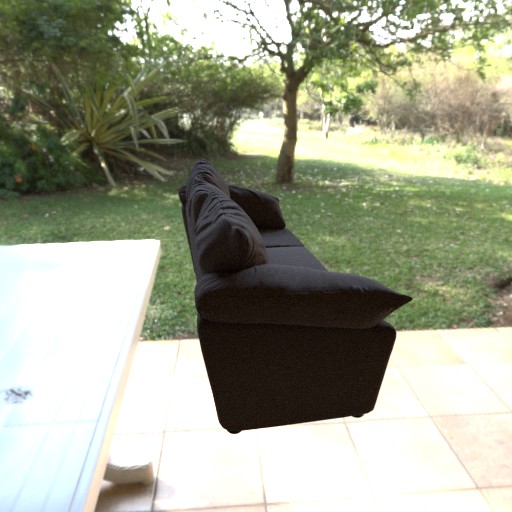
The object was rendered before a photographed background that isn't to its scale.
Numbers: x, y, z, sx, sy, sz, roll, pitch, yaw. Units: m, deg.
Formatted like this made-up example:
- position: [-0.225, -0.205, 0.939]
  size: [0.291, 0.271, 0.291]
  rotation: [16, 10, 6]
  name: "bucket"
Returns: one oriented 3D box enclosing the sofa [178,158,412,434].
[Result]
- position: [0.000, 0.000, 2.895]
  size: [0.927, 1.043, 2.390]
  rotation: [-4, 20, -10]
  name: "sofa"
